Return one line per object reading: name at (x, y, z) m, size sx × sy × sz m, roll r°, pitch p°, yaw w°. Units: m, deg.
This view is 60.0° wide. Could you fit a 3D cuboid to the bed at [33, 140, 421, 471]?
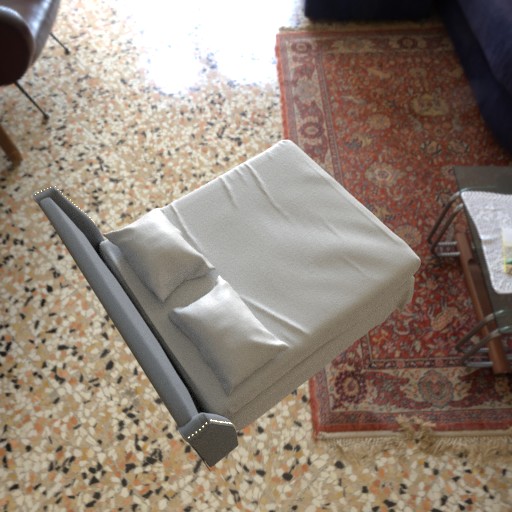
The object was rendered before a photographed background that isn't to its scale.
bed at (0.000, 0.000, 3.409) m, size 2.276 × 1.332 × 1.925 m, roll -33°, pitch 64°, yaw -18°
